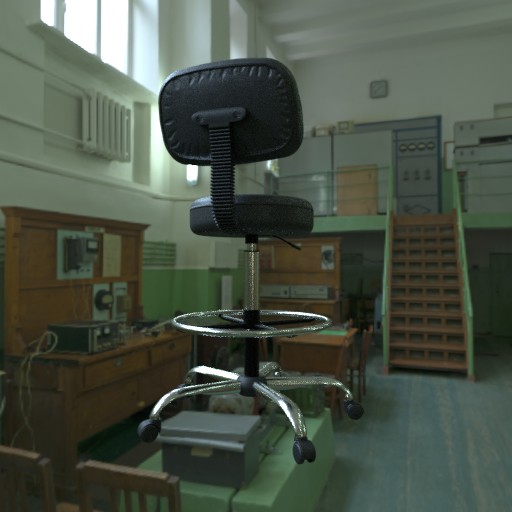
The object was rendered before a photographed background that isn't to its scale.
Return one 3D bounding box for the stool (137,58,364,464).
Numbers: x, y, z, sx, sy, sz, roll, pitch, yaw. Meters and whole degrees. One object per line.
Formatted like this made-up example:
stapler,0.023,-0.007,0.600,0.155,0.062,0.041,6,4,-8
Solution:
stool,0.000,0.000,1.492,0.694,1.069,0.658,0,-1,18
